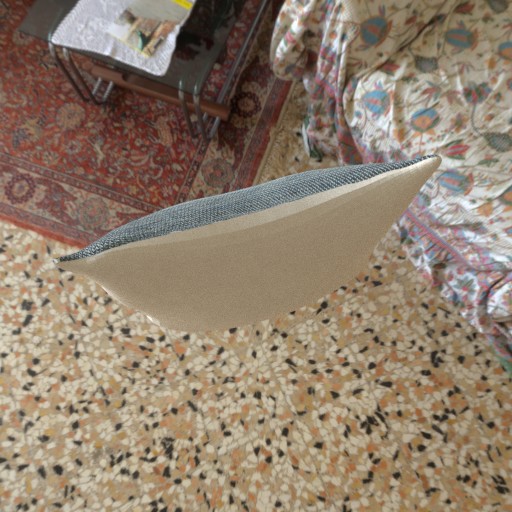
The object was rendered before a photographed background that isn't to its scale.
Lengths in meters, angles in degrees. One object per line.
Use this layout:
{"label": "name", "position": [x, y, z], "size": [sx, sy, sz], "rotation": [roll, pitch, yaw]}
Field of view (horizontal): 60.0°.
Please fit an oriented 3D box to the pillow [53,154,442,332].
{"label": "pillow", "position": [0.000, 0.000, 0.677], "size": [0.440, 0.441, 0.182], "rotation": [-15, 76, -4]}
